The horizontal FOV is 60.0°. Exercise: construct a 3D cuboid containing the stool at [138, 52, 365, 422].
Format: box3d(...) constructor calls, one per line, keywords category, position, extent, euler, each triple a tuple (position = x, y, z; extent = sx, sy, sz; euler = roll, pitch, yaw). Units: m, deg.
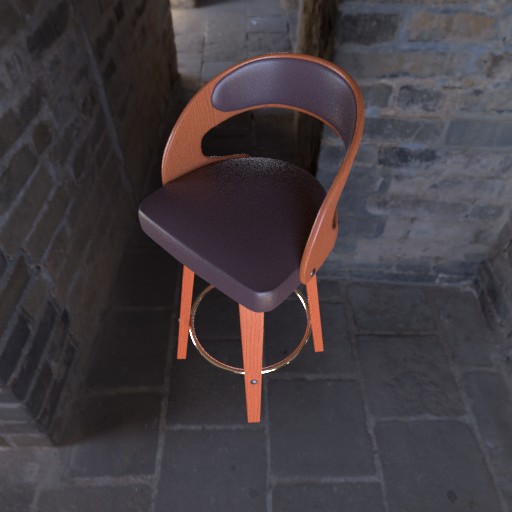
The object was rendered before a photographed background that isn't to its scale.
box3d(category="stool", position=(0.000, 0.000, 1.222), extent=(0.457, 0.940, 0.457), euler=(33, 56, 27))
